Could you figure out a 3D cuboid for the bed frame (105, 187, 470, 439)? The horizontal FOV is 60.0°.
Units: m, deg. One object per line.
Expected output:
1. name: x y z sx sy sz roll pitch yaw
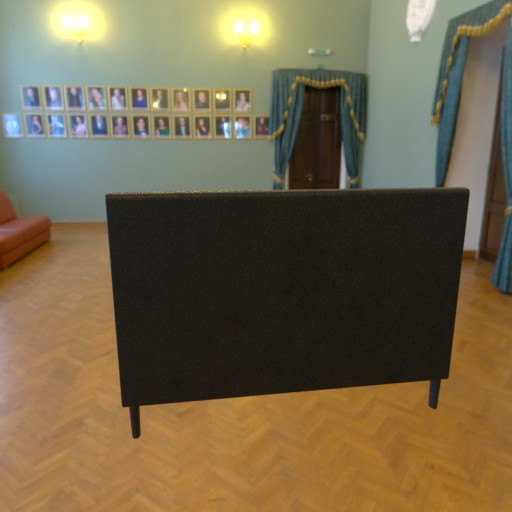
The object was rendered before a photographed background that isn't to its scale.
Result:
1. bed frame: 0.000 0.000 2.884 1.469 1.046 2.152 -2 14 -9
